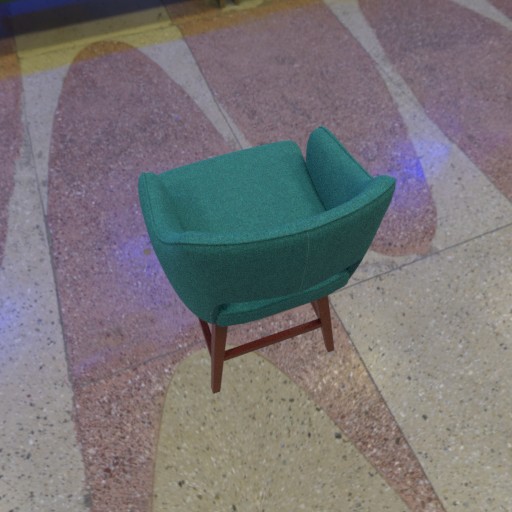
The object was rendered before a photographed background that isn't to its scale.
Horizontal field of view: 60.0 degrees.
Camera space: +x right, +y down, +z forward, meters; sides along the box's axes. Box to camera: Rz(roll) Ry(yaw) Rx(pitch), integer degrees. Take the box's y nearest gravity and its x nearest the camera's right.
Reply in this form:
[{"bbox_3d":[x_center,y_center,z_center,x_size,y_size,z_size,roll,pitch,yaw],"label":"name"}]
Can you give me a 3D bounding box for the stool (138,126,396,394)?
[{"bbox_3d":[0.000,0.000,1.309,0.548,0.961,0.556,-17,59,-11],"label":"stool"}]
